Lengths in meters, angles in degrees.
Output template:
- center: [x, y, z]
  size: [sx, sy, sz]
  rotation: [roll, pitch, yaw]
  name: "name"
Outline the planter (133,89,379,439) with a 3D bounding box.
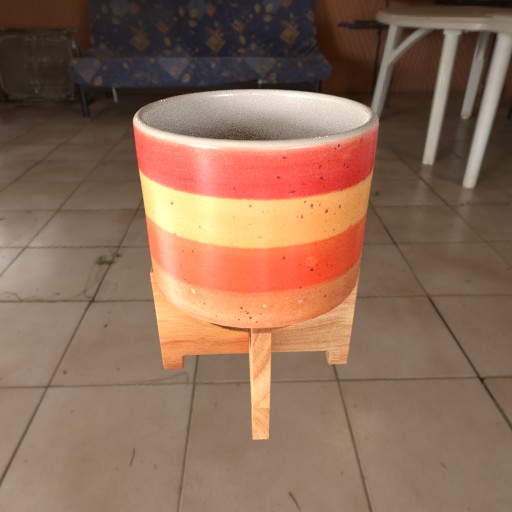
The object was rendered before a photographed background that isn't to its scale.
- center: [0.000, 0.000, 0.418]
  size: [0.199, 0.268, 0.199]
  rotation: [0, 30, 0]
  name: "planter"
